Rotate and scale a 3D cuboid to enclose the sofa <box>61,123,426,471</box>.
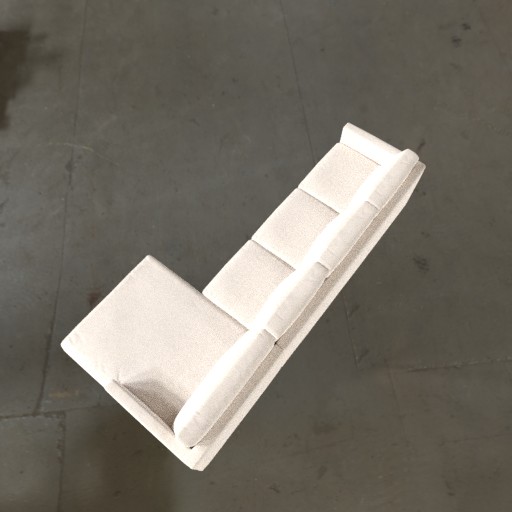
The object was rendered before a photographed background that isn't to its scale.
[{"bbox_3d":[0.000,0.000,4.215,1.606,0.954,3.471,35,68,16],"label":"sofa"}]
